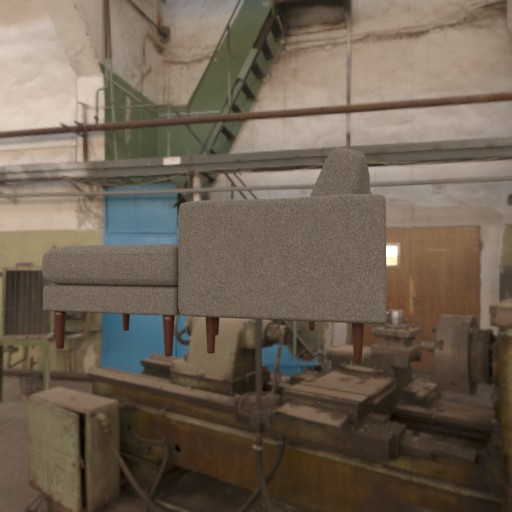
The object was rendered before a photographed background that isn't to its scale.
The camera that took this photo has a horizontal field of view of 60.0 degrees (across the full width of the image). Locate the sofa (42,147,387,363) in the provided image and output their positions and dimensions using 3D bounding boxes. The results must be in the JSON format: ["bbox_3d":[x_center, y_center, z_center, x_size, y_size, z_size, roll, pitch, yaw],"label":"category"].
[{"bbox_3d":[0.000,0.000,2.952,1.667,0.957,2.055,0,0,16],"label":"sofa"}]
